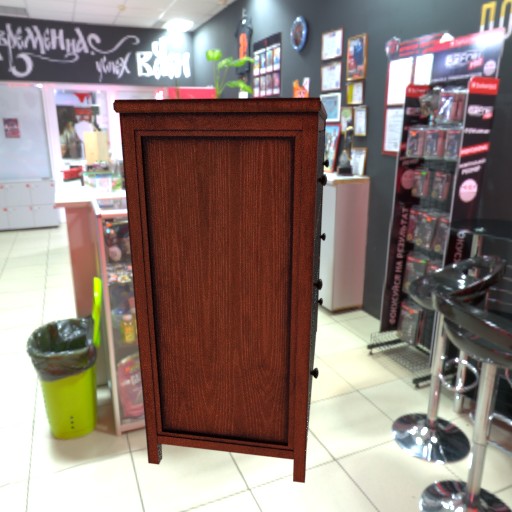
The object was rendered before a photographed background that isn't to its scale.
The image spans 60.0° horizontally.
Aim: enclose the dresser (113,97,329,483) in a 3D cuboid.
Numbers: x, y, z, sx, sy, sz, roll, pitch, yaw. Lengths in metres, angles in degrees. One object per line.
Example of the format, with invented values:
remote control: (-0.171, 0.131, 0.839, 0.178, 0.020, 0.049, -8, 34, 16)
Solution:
dresser: (0.000, 0.000, 1.935, 0.591, 1.224, 1.250, 3, 16, 9)
